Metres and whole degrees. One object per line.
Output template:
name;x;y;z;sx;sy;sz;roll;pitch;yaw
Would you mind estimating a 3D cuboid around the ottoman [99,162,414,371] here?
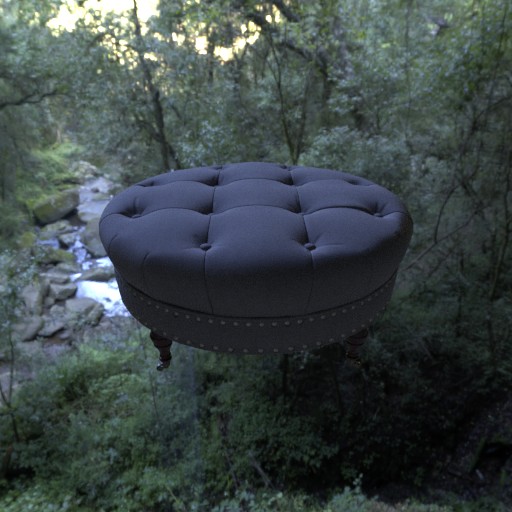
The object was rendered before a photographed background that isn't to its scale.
ottoman;0.000;0.000;1.395;0.901;0.439;0.901;0;27;0
